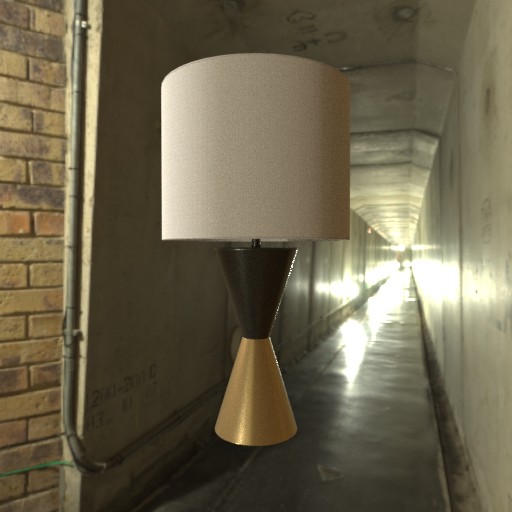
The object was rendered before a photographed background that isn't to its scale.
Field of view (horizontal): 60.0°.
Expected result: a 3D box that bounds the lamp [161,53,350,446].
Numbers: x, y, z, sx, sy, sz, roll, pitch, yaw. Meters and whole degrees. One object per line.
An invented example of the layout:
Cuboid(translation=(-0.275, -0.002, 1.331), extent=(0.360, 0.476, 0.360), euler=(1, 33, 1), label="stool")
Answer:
Cuboid(translation=(0.000, 0.000, 0.734), extent=(0.304, 0.573, 0.304), euler=(0, 1, -19), label="lamp")
